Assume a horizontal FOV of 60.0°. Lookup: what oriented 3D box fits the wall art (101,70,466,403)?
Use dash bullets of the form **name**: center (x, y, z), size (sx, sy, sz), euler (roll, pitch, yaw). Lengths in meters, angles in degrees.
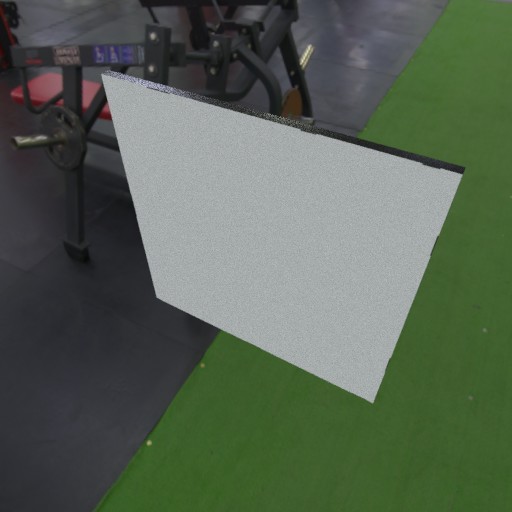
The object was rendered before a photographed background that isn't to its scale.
- **wall art**: center (0.000, 0.000, 0.646), size (0.446, 0.445, 0.014), euler (22, 49, 21)
